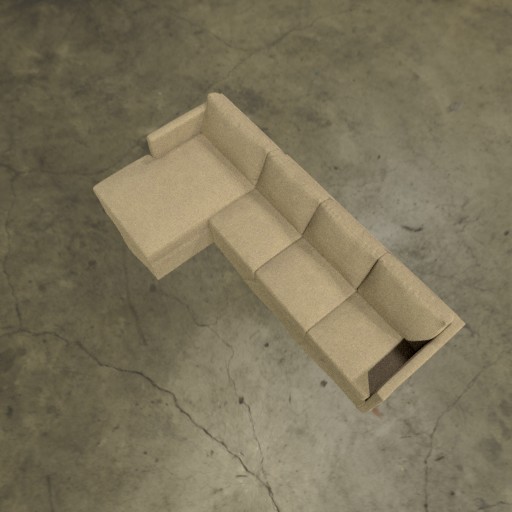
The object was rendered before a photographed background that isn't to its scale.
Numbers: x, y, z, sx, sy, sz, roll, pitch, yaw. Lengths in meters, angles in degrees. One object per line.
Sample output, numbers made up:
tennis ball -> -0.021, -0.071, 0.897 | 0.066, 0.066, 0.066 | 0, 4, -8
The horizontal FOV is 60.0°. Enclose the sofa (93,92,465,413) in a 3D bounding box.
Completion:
sofa -> 0.000, 0.000, 4.006 | 1.638, 0.920, 3.198 | -36, 68, -16
